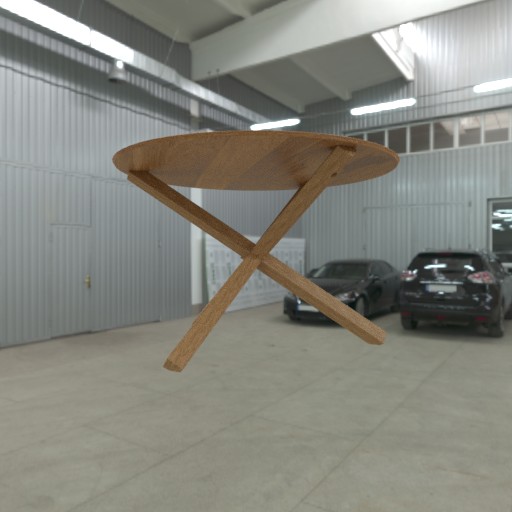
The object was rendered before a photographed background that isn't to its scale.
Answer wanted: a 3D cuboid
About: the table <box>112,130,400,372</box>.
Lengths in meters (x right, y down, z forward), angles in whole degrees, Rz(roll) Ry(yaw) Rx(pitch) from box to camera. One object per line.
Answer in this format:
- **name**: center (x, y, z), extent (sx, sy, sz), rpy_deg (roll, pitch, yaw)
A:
- **table**: center (0.000, 0.000, 1.683), extent (1.038, 0.666, 1.038), rpy_deg (0, 0, 0)
